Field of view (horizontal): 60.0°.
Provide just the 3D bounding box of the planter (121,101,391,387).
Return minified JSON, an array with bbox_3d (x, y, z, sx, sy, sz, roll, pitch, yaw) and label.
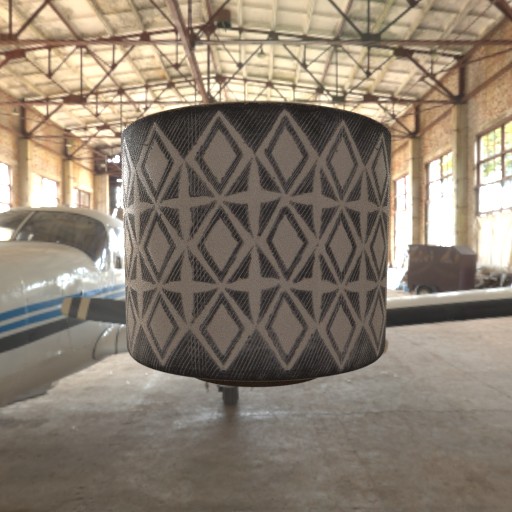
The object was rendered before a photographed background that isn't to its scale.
[{"bbox_3d":[0.000,0.000,0.330,0.192,0.165,0.192,0,0,0],"label":"planter"}]
